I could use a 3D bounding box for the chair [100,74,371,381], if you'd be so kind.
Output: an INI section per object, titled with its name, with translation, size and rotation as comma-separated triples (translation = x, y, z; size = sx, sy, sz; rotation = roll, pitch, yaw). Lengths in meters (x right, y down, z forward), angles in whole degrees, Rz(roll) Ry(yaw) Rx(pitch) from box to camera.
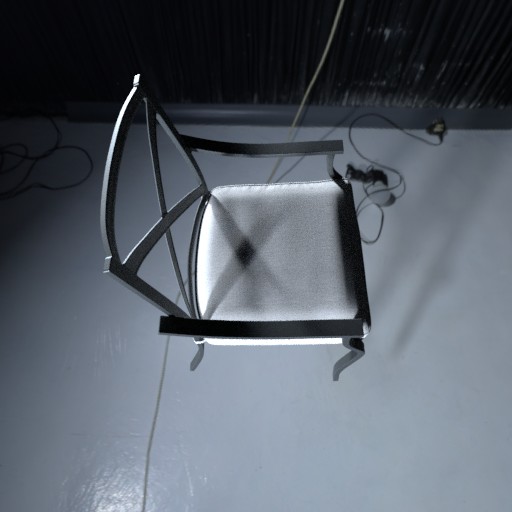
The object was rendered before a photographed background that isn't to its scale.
[chair]
translation = 0.000, 0.000, 1.298
size = 0.620, 0.889, 0.575
rotation = 0, 64, 0
